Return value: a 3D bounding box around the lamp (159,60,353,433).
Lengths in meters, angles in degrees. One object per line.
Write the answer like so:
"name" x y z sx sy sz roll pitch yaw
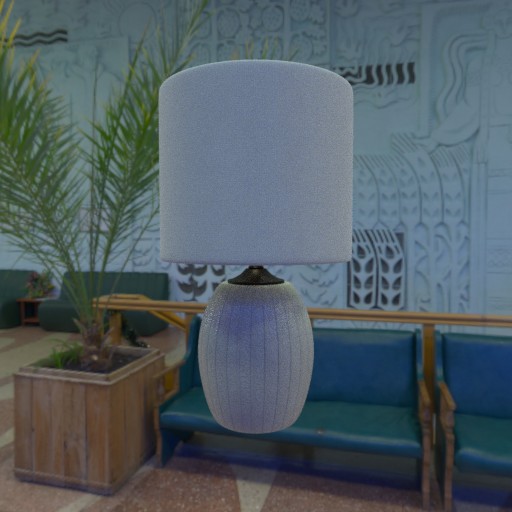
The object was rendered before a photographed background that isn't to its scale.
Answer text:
"lamp" 0.000 0.000 0.776 0.328 0.570 0.328 0 3 0
